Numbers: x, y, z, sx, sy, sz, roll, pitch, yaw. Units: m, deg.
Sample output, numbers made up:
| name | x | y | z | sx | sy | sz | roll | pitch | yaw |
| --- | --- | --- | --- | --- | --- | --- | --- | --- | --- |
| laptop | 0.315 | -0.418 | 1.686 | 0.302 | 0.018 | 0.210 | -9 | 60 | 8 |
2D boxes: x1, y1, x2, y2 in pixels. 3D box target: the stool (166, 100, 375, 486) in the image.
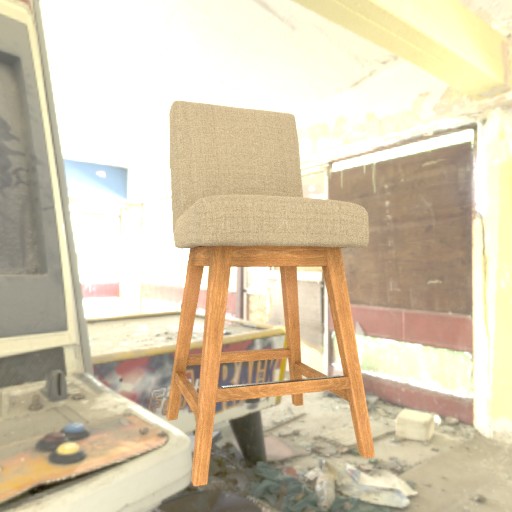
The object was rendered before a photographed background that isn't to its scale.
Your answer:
| name | x | y | z | sx | sy | sz | roll | pitch | yaw |
| --- | --- | --- | --- | --- | --- | --- | --- | --- | --- |
| stool | 0.000 | 0.000 | 1.281 | 0.459 | 1.010 | 0.526 | 0 | -1 | -19 |
